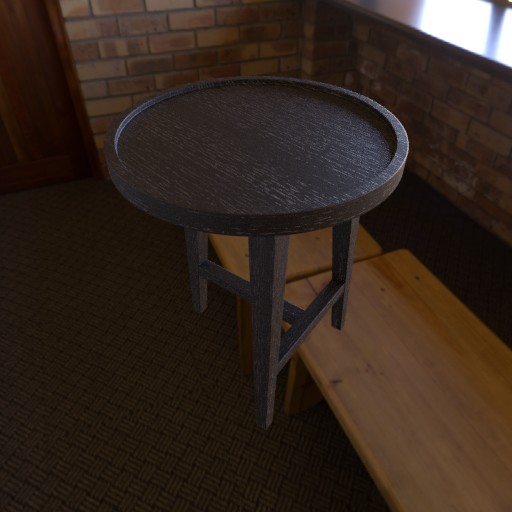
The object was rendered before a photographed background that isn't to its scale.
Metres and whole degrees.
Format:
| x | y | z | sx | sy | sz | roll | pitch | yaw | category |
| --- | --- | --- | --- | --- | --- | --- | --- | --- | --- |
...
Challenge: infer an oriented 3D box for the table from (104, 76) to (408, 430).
| x | y | z | sx | sy | sz | roll | pitch | yaw | category |
| --- | --- | --- | --- | --- | --- | --- | --- | --- | --- |
| 0.000 | 0.000 | 0.750 | 0.399 | 0.460 | 0.399 | 0 | 41 | 0 | table |
